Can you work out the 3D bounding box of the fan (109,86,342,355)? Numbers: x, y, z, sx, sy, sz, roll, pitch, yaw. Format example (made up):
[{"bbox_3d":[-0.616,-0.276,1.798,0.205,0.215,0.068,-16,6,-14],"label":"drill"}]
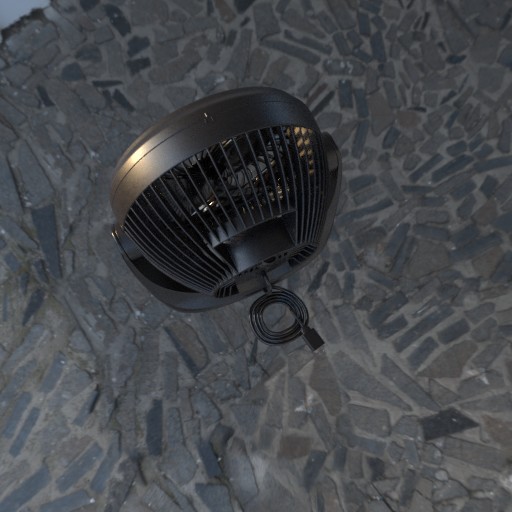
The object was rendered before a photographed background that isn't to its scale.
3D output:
[{"bbox_3d":[0.000,0.000,0.485,0.273,0.277,0.256,-25,77,-6],"label":"fan"}]
